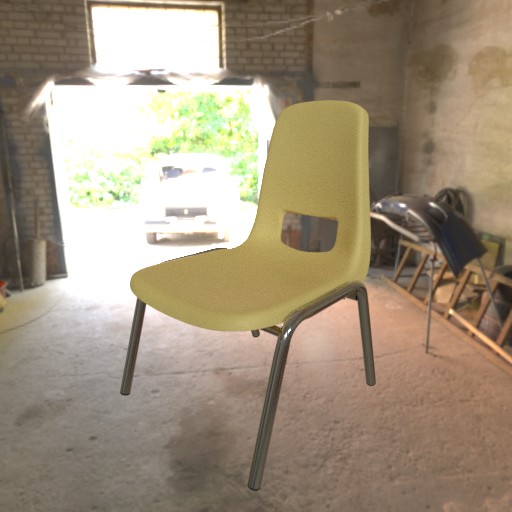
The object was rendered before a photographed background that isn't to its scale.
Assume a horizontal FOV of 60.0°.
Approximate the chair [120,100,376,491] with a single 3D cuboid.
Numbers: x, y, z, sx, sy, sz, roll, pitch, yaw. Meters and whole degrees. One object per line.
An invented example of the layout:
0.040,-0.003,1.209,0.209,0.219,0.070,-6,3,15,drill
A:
0.000,0.000,0.786,0.354,0.536,0.385,14,21,41,chair
